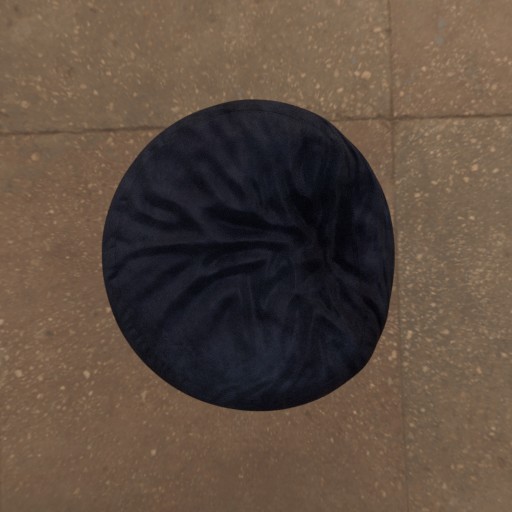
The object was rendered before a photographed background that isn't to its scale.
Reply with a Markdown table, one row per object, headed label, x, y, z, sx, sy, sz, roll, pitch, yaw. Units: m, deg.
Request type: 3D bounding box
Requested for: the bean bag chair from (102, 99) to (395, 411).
| label | x | y | z | sx | sy | sz | roll | pitch | yaw |
| --- | --- | --- | --- | --- | --- | --- | --- | --- | --- |
| bean bag chair | 0.000 | 0.000 | 1.463 | 0.918 | 0.616 | 0.918 | 0 | 89 | -1 |
